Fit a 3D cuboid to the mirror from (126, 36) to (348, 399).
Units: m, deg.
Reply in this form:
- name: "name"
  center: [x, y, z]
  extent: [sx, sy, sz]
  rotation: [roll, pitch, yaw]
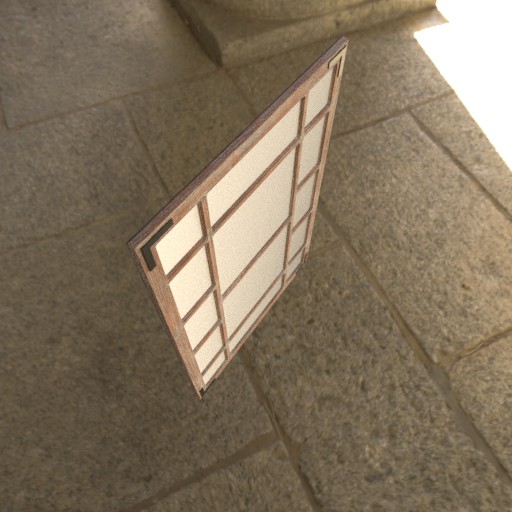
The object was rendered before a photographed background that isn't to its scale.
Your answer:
- name: "mirror"
  center: [0.000, 0.000, 1.296]
  extent: [0.025, 0.996, 0.705]
  rotation: [31, 64, 18]
